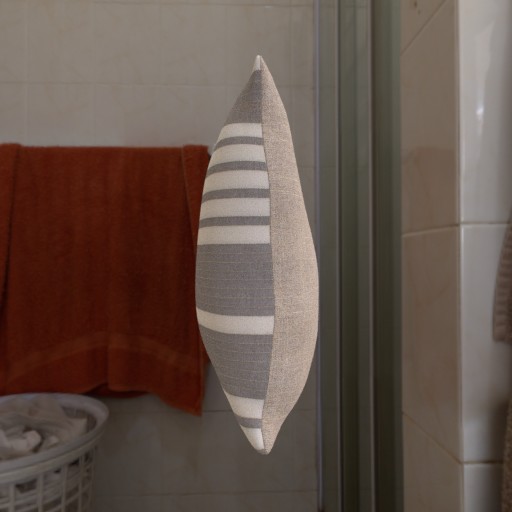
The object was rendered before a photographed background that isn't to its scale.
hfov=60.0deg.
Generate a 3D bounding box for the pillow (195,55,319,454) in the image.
[{"bbox_3d":[0.000,0.000,0.686,0.182,0.440,0.439,0,0,0],"label":"pillow"}]
